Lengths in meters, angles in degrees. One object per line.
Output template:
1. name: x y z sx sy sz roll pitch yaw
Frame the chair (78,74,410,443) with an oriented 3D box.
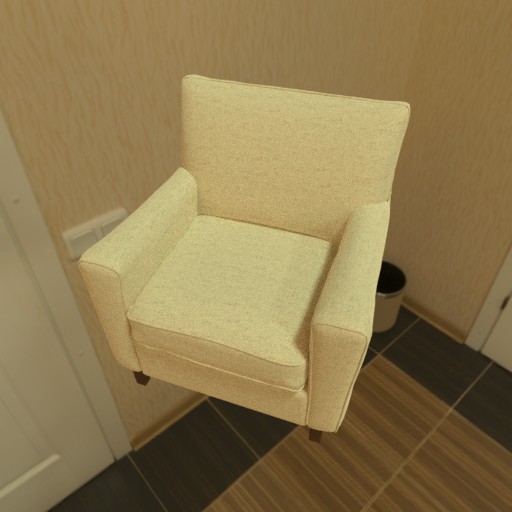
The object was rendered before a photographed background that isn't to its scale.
1. chair: 0.000 0.000 1.578 0.870 0.943 0.823 13 43 15
